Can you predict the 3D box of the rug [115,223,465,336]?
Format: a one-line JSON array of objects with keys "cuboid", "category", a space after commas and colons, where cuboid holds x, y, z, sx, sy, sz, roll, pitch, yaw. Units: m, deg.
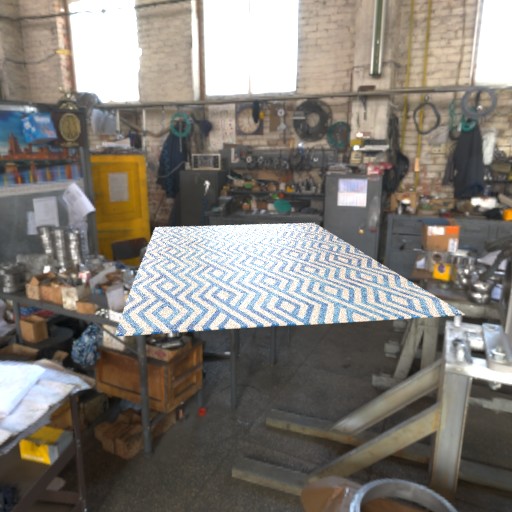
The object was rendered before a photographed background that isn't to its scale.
[{"cuboid": [0.000, 0.000, 3.054, 1.531, 0.008, 2.439, -2, 14, -8], "category": "rug"}]
